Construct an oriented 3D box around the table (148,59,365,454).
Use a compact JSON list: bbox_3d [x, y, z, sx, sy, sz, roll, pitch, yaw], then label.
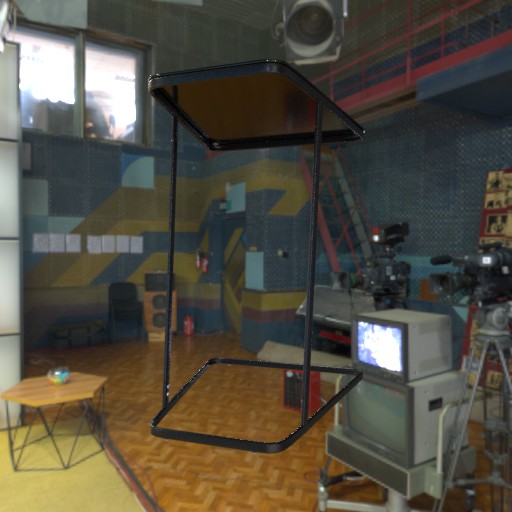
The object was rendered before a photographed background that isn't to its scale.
[{"bbox_3d":[0.000,0.000,0.963,0.427,0.624,0.500,0,1,18],"label":"table"}]
